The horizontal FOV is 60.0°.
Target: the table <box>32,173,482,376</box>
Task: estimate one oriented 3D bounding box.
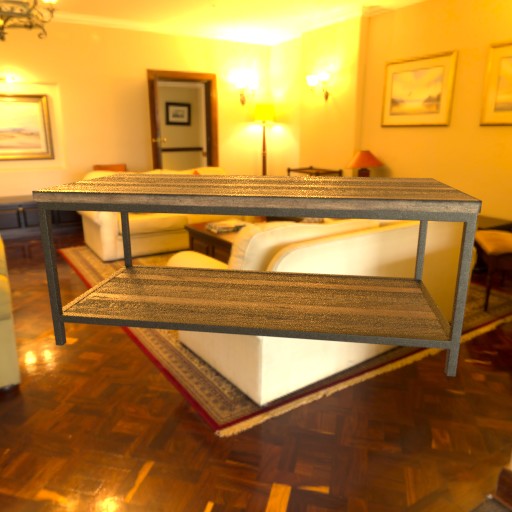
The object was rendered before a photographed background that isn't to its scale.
[{"bbox_3d":[0.000,0.000,1.232,0.990,0.399,0.452,2,16,9],"label":"table"}]
